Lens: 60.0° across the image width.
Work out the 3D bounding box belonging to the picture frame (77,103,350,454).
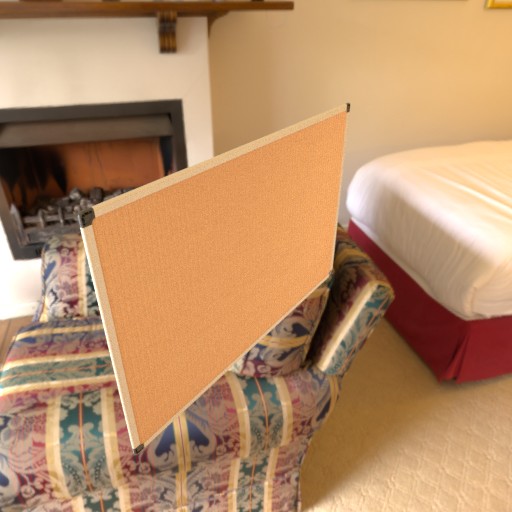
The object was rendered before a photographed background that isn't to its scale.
[{"bbox_3d":[0.000,0.000,1.134,0.010,0.600,0.900,22,38,31],"label":"picture frame"}]
